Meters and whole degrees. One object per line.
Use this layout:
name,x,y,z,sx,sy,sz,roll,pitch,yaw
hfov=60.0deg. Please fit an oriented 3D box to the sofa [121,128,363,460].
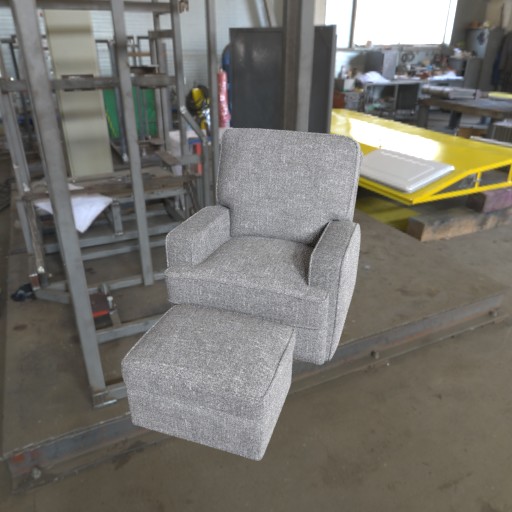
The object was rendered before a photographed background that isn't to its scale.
sofa,0.000,0.000,2.065,0.861,0.959,1.472,9,27,17
